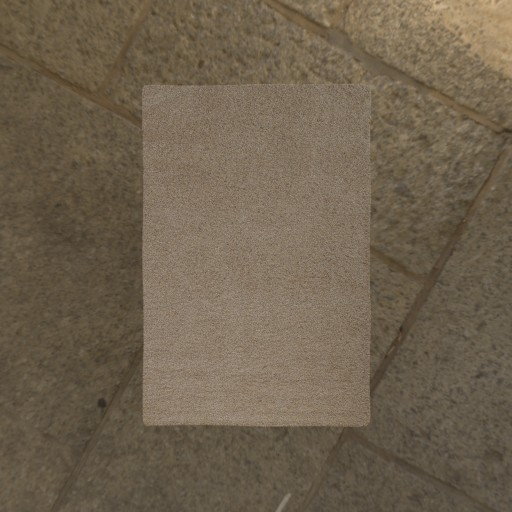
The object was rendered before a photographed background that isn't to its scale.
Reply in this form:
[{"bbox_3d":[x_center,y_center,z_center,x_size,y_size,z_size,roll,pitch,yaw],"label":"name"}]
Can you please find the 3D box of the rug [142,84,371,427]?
[{"bbox_3d":[0.000,0.000,3.504,1.801,0.024,2.700,0,91,1],"label":"rug"}]
